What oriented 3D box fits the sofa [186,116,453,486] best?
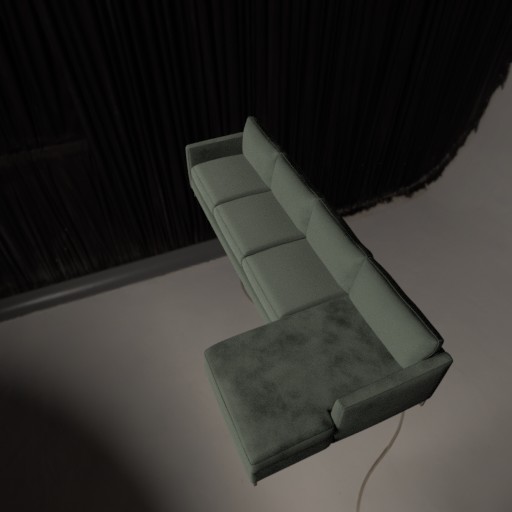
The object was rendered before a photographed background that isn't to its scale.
[{"bbox_3d":[0.000,0.000,3.260,1.255,0.756,2.725,-17,49,-16],"label":"sofa"}]
